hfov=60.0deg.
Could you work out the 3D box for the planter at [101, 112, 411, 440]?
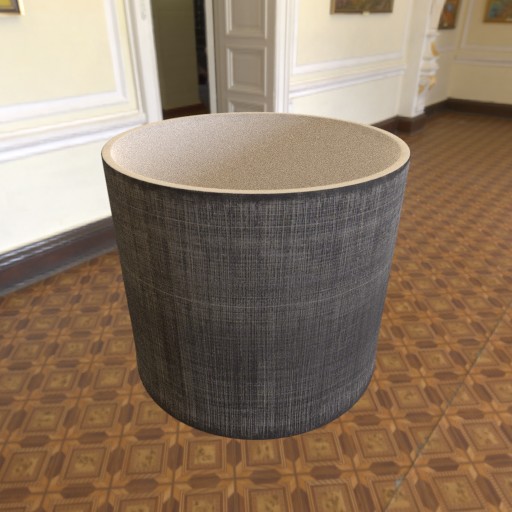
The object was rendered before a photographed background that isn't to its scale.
[{"bbox_3d":[0.000,0.000,0.304,0.178,0.157,0.178,0,29,0],"label":"planter"}]
